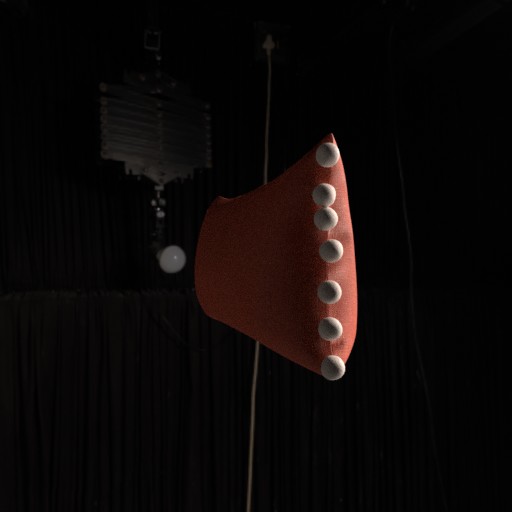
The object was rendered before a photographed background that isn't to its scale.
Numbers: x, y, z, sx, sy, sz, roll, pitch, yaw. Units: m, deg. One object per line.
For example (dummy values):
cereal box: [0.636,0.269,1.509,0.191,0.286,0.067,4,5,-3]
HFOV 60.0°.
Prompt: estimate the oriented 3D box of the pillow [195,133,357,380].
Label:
pillow: [0.000,0.000,0.852,0.201,0.322,0.709,0,-1,-17]
